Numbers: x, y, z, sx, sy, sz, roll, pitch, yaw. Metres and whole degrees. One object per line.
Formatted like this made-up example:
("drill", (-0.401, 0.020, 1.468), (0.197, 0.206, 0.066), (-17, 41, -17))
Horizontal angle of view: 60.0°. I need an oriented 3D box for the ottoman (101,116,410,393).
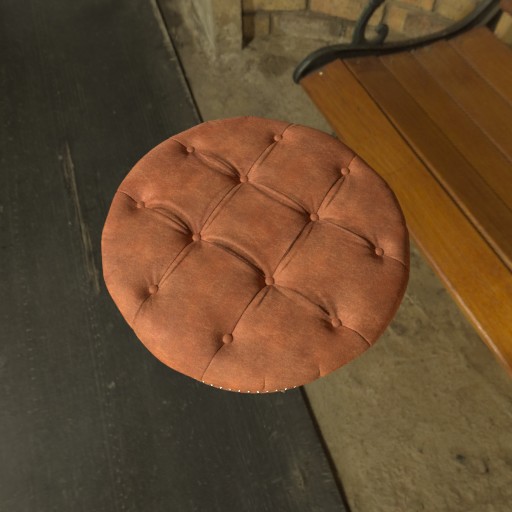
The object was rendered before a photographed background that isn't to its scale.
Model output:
("ottoman", (0.000, 0.000, 1.435), (0.901, 0.444, 0.901), (0, 63, 0))
